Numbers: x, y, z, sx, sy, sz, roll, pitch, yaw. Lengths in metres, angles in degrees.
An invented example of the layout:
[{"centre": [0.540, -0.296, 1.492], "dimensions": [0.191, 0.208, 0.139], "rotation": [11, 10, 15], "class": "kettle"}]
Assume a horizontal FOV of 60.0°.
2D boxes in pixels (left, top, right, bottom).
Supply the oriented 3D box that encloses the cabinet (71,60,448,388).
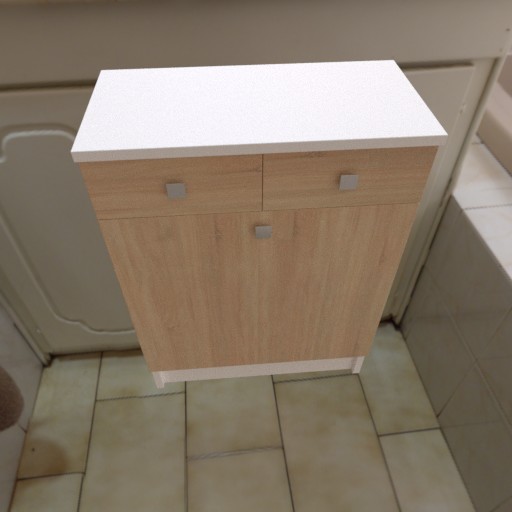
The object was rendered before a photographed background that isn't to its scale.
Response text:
[{"centre": [0.000, 0.000, 1.093], "dimensions": [0.600, 0.815, 0.296], "rotation": [-3, 46, -3], "class": "cabinet"}]
